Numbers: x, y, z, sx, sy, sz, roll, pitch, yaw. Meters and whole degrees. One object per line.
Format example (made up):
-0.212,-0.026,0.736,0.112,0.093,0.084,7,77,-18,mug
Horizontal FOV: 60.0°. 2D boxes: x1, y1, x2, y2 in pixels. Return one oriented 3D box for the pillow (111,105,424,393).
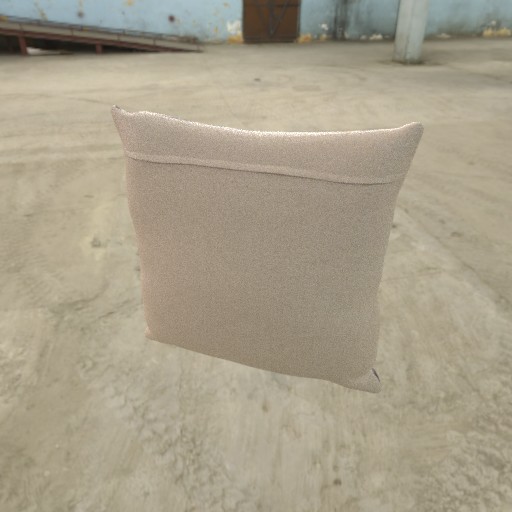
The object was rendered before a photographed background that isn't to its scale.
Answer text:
0.000,0.000,0.689,0.440,0.441,0.182,9,32,15,pillow
